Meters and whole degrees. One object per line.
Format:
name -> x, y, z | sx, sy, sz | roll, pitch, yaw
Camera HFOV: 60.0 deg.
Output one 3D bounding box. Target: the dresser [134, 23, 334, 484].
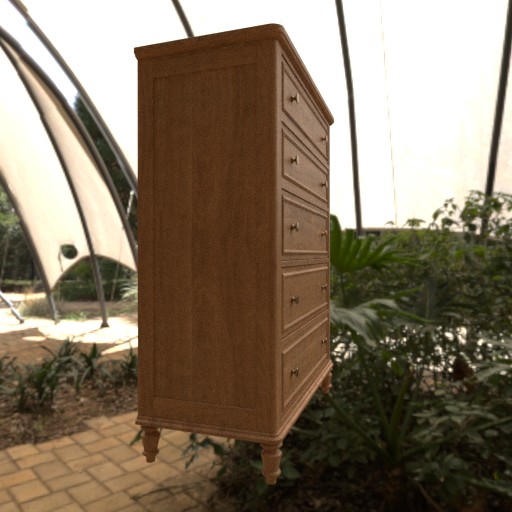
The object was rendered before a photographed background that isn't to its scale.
dresser -> 0.000, 0.000, 1.781 | 0.484, 1.318, 0.973 | 0, 0, 19
